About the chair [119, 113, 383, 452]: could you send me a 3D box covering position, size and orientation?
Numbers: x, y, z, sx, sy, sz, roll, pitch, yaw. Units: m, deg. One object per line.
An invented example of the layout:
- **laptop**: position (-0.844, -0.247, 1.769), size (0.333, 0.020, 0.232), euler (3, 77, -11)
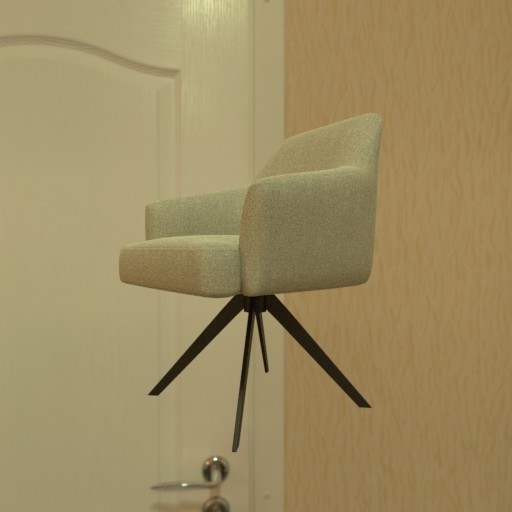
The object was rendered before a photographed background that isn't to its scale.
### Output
- **chair**: position (0.000, 0.000, 1.333), size (0.677, 0.874, 0.642), euler (-1, 1, -36)
